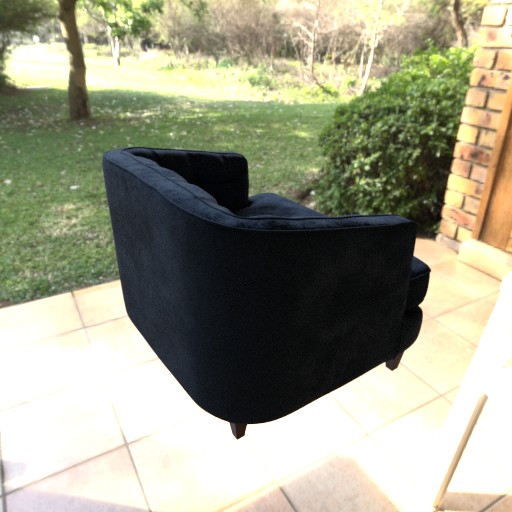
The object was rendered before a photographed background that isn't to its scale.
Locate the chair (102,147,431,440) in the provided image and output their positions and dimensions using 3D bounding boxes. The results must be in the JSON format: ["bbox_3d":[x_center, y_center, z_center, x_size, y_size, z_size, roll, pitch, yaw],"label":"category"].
[{"bbox_3d":[0.000,0.000,1.796,0.940,0.852,1.094,-18,33,-31],"label":"chair"}]
